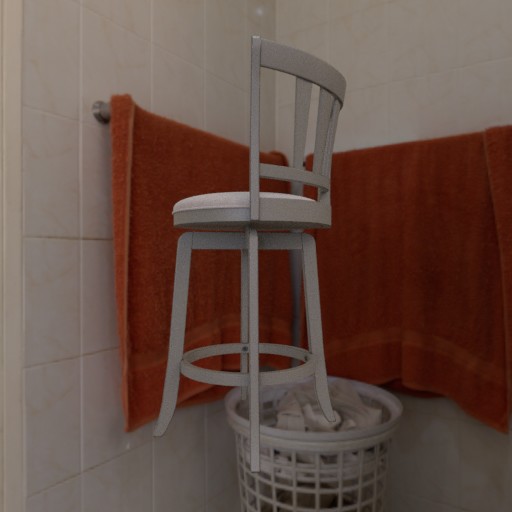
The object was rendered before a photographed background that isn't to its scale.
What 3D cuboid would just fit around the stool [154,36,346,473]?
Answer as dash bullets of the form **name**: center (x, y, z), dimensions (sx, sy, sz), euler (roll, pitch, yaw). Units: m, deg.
- **stool**: center (0.000, 0.000, 1.263), dimensions (0.486, 0.994, 0.450), euler (0, 0, 36)
